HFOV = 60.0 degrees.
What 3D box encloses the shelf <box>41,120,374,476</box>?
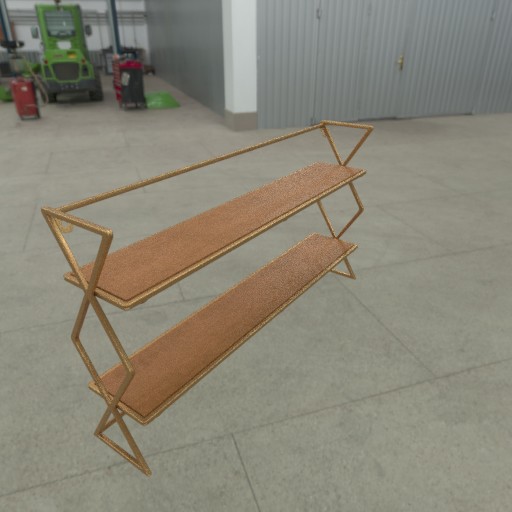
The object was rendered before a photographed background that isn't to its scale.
[{"bbox_3d":[0.000,0.000,0.977,0.150,0.450,0.822,18,32,31],"label":"shelf"}]
